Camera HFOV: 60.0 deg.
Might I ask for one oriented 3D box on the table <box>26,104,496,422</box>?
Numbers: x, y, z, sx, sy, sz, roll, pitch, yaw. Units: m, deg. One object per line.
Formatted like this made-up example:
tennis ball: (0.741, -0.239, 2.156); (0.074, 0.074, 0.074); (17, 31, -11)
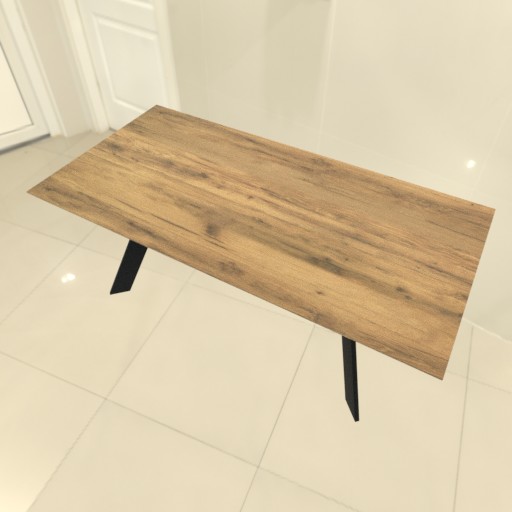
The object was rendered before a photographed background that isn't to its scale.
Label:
table: (0.000, 0.000, 2.387); (2.000, 0.770, 1.000); (23, 50, 20)
